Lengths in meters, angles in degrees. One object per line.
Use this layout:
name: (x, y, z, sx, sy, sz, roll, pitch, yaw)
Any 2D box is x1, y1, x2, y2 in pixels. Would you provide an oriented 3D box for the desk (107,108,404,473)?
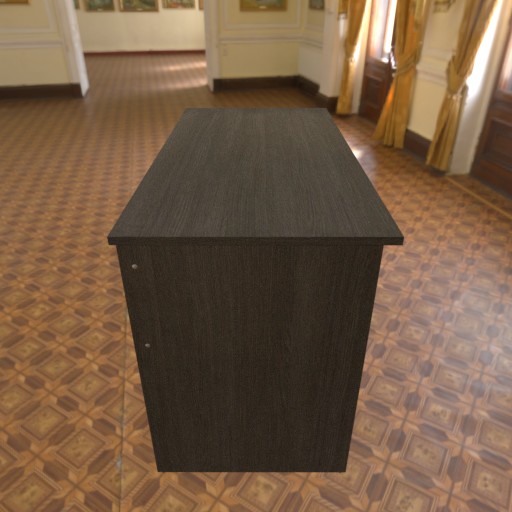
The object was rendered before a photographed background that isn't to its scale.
desk: (0.000, 0.000, 1.490, 0.560, 0.730, 1.096, 0, 31, 0)
